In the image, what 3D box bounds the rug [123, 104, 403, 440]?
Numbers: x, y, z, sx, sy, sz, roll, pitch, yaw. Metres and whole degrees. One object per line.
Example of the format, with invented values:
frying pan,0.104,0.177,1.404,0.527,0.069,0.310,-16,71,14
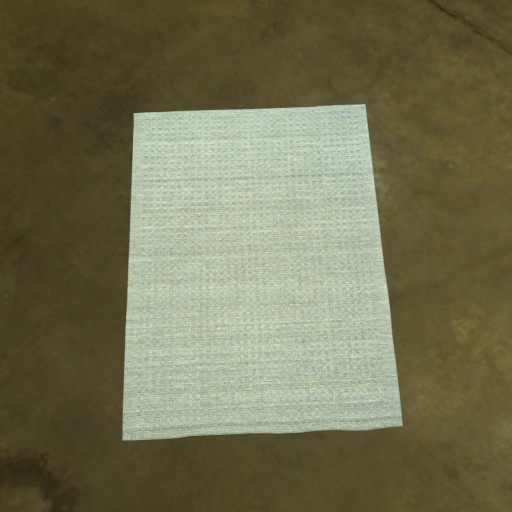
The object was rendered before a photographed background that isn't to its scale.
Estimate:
rug,0.000,0.000,4.243,2.443,0.007,3.200,-2,75,-1
